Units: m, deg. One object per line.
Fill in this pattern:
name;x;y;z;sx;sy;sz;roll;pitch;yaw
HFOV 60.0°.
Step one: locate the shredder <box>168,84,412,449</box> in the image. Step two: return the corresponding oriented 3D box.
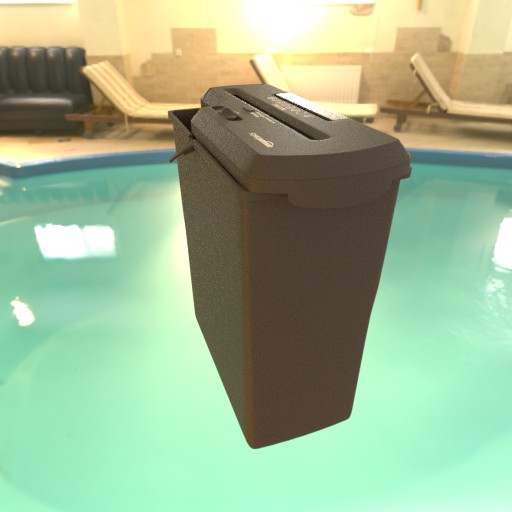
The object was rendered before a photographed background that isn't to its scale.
shredder;0.000;0.000;0.509;0.170;0.335;0.320;-11;32;-18
